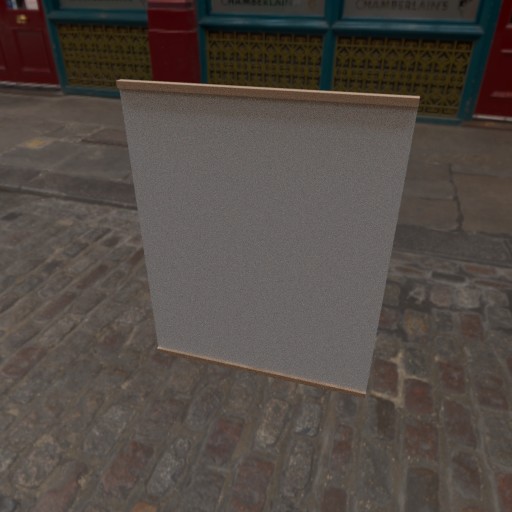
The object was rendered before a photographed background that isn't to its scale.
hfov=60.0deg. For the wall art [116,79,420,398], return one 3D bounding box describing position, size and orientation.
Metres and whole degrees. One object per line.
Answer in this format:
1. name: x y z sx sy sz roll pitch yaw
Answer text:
1. wall art: 0.000 0.000 0.705 0.405 0.508 0.012 9 32 14
